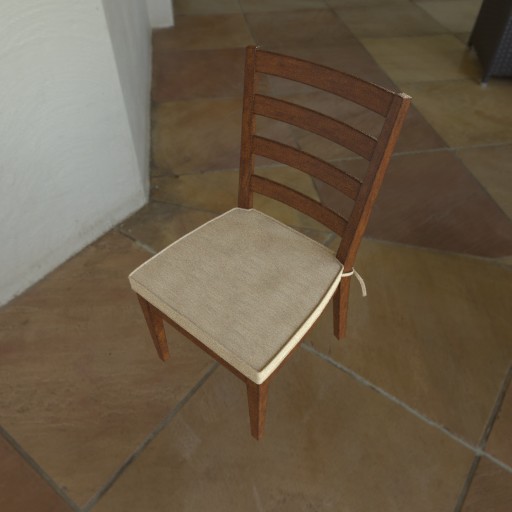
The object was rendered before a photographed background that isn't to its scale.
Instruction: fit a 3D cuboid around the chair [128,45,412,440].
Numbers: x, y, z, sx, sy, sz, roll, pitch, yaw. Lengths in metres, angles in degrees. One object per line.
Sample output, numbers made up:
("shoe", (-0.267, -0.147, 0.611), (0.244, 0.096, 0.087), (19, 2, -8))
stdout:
("chair", (0.000, 0.000, 1.355), (0.593, 0.979, 0.595), (31, 53, 27))
